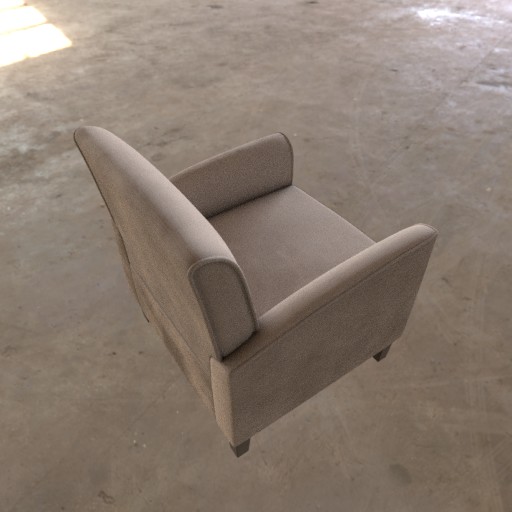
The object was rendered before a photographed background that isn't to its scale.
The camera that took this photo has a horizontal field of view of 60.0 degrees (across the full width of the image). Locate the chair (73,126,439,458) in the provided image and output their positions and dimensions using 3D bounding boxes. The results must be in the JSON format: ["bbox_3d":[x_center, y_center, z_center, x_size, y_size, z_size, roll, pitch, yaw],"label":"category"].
[{"bbox_3d":[0.000,0.000,1.540,0.821,0.915,0.820,-25,47,-25],"label":"chair"}]
